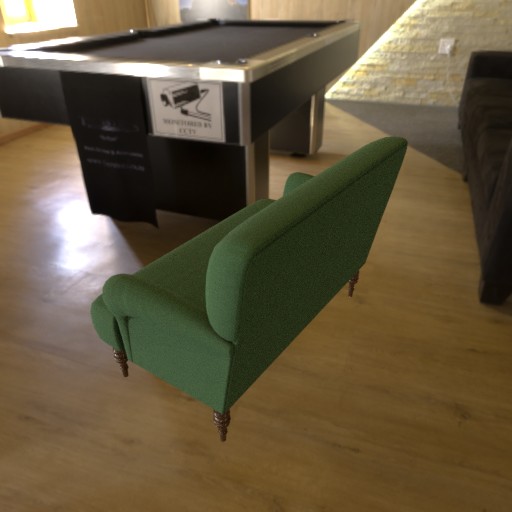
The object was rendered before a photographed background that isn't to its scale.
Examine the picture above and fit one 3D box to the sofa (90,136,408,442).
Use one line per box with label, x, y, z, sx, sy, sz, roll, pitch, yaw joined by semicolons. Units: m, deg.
sofa;0.000;0.000;1.897;0.779;0.889;1.297;21;37;30
